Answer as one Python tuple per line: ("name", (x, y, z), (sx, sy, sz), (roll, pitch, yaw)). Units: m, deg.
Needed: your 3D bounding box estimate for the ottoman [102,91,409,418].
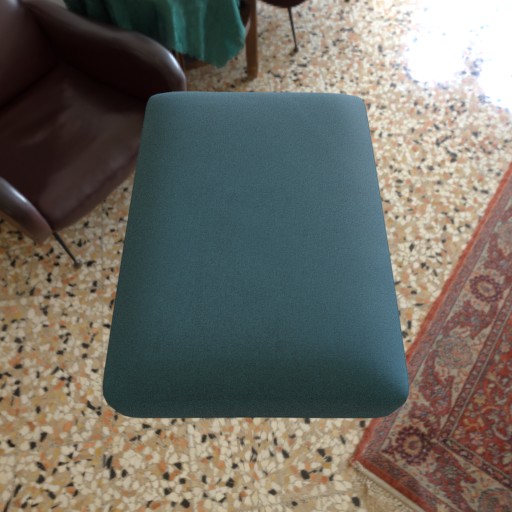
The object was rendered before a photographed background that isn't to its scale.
("ottoman", (0.000, 0.000, 1.055), (0.549, 0.428, 0.749), (0, 62, 0))
